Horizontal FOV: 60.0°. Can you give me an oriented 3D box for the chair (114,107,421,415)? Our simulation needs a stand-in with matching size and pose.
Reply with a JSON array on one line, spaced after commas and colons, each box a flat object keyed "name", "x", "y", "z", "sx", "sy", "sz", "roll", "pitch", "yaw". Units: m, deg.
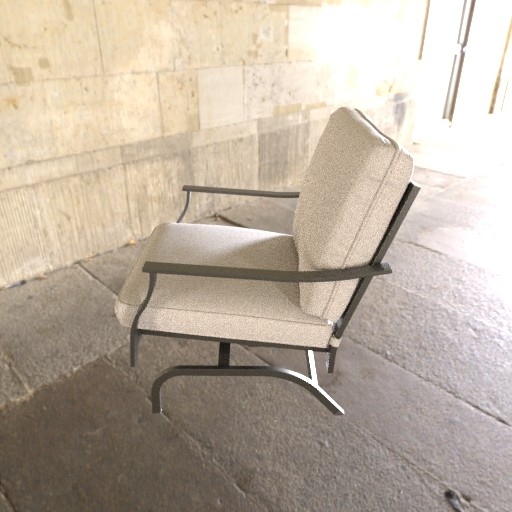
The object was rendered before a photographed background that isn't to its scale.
[{"name": "chair", "x": 0.000, "y": 0.000, "z": 1.432, "sx": 0.787, "sy": 0.860, "sz": 0.650, "roll": 0, "pitch": 27, "yaw": 1}]
